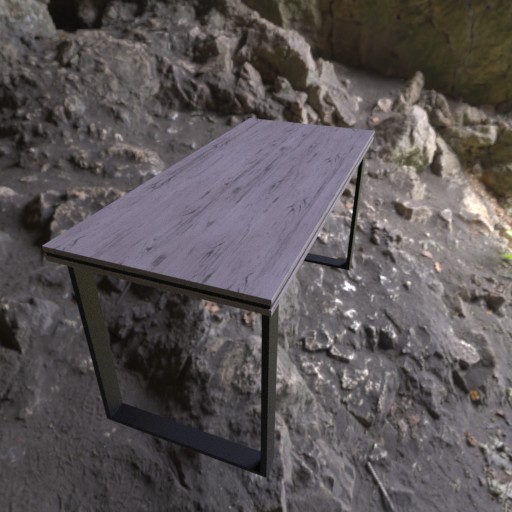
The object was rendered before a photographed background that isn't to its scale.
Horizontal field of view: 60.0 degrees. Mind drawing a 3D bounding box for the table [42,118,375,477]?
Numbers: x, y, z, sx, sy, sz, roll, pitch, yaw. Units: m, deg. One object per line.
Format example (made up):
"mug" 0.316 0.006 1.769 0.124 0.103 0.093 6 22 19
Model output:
"table" 0.000 0.000 2.256 0.795 0.899 1.778 12 33 18
